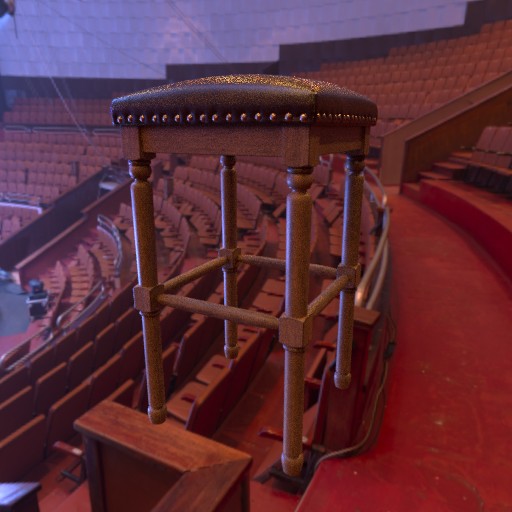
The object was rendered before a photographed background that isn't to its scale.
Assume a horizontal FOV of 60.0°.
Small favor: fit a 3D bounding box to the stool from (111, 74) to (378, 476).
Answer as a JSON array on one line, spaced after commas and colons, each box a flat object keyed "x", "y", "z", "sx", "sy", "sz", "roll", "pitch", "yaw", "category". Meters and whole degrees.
[{"x": 0.000, "y": 0.000, "z": 0.929, "sx": 0.383, "sy": 0.702, "sz": 0.382, "roll": 8, "pitch": 18, "yaw": 26, "category": "stool"}]
